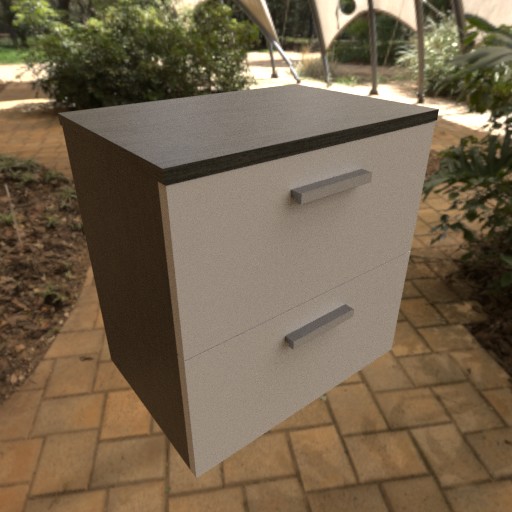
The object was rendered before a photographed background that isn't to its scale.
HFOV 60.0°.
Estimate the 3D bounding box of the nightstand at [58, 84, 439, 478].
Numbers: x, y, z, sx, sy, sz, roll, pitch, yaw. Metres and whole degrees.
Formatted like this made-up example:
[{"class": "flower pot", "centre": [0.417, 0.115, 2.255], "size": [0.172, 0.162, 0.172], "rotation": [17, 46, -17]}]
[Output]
[{"class": "nightstand", "centre": [0.000, 0.000, 0.731], "size": [0.441, 0.460, 0.325], "rotation": [-21, 35, -32]}]
